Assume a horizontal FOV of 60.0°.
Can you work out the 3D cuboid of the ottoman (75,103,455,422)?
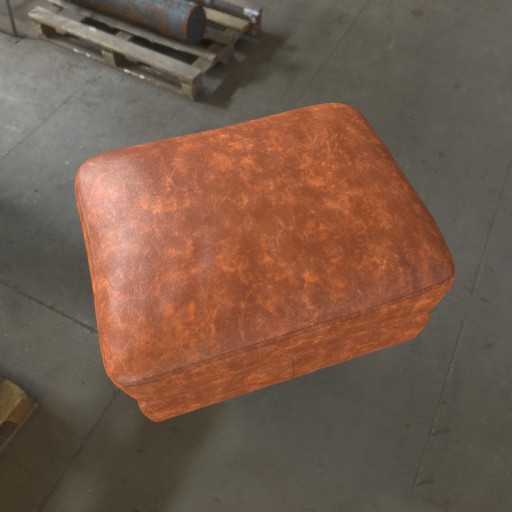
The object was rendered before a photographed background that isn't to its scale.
[{"bbox_3d":[0.000,0.000,1.233,0.832,0.562,0.657,-16,60,-9],"label":"ottoman"}]
